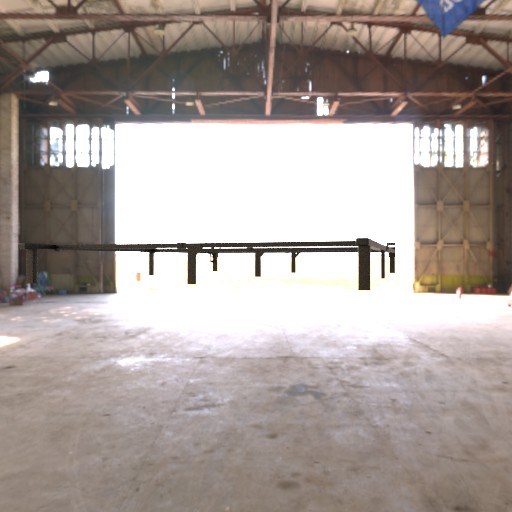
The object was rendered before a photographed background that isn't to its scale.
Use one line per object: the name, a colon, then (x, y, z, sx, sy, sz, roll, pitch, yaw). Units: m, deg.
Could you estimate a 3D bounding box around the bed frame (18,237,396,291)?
bed frame: (0.000, 0.000, 2.611, 1.498, 0.248, 1.990, 0, 0, 20)
